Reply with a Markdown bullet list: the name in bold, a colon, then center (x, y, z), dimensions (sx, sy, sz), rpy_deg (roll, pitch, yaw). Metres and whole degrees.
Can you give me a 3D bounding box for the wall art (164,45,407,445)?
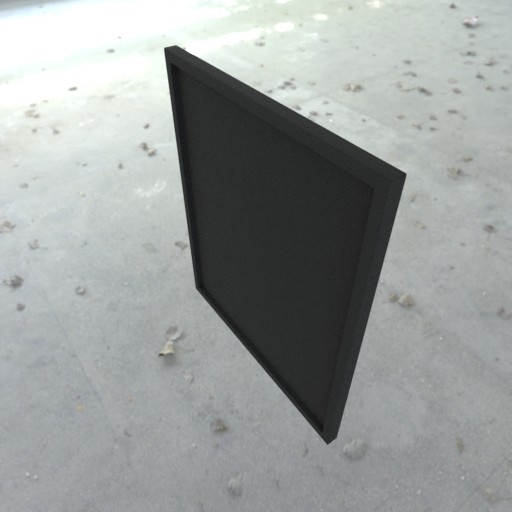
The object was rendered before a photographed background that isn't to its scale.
- **wall art**: center (0.000, 0.000, 0.688), dimensions (0.021, 0.508, 0.432), rpy_deg (-26, 48, -25)
